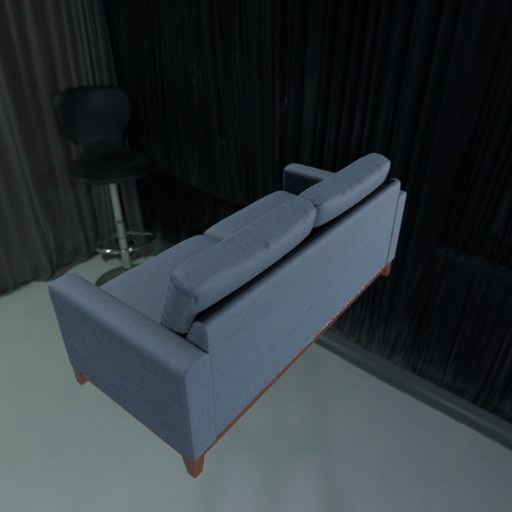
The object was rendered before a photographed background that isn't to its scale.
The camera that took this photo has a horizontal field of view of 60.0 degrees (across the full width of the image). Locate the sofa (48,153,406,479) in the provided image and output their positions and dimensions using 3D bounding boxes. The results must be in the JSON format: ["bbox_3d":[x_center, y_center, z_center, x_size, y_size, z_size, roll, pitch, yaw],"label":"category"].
[{"bbox_3d":[0.000,0.000,2.404,0.877,0.865,1.900,22,38,32],"label":"sofa"}]
